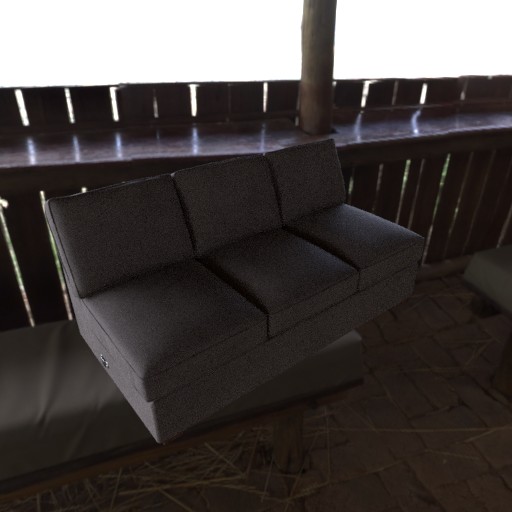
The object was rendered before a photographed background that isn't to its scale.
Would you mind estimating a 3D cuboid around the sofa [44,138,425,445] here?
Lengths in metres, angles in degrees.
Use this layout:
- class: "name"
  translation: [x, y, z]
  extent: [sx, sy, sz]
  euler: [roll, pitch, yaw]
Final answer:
- class: "sofa"
  translation: [0.000, 0.000, 2.587]
  extent: [1.962, 0.973, 1.027]
  euler: [-21, 36, -32]
